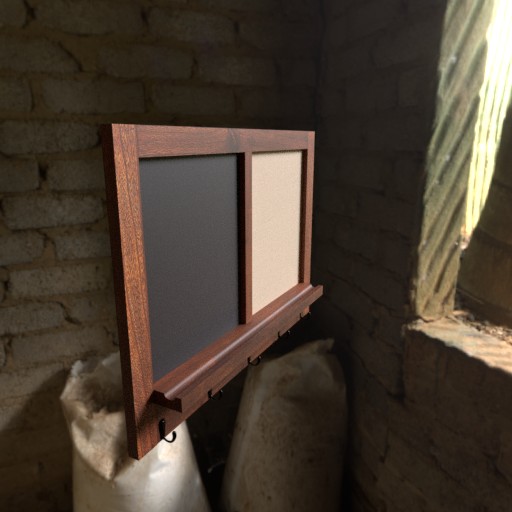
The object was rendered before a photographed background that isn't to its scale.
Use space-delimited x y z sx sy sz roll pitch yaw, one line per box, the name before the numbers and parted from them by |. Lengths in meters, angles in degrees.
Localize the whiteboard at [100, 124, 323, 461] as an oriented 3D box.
whiteboard | 0.000 0.000 1.003 0.083 0.553 0.768 8 17 28
